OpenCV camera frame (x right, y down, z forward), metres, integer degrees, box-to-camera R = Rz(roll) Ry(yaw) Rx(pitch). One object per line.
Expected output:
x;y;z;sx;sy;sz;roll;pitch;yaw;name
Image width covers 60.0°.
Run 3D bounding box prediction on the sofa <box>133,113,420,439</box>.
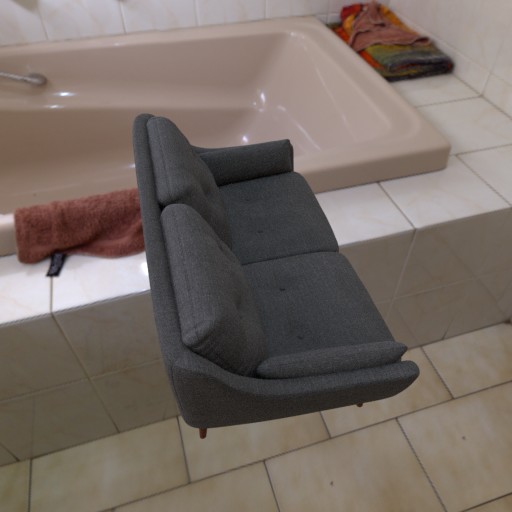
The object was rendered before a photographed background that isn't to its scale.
0.000;0.000;2.183;0.976;0.887;1.646;-11;47;-10;sofa
